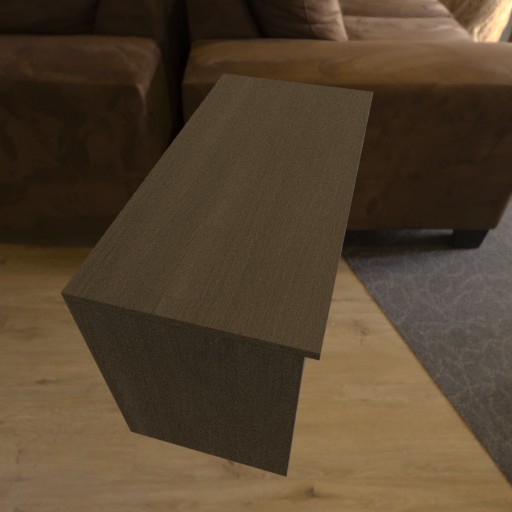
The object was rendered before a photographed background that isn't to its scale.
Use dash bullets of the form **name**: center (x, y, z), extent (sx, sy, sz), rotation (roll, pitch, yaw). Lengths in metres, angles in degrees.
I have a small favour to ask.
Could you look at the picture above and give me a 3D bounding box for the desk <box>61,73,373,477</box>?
- **desk**: center (0.000, 0.000, 1.518), extent (0.557, 0.729, 1.099), rotation (11, 47, 11)
